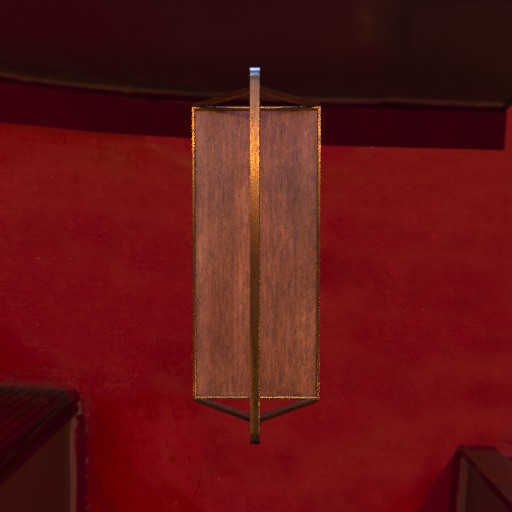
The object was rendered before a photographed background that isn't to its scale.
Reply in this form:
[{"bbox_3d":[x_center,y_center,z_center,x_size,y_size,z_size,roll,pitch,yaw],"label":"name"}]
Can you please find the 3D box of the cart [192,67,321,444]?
[{"bbox_3d":[0.000,0.000,1.185,0.313,0.805,0.723,0,92,1],"label":"cart"}]
